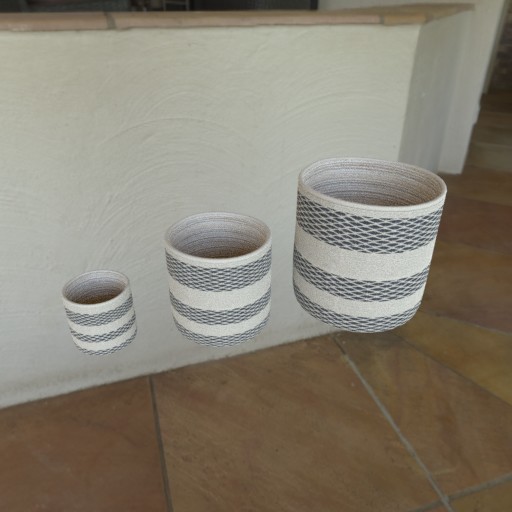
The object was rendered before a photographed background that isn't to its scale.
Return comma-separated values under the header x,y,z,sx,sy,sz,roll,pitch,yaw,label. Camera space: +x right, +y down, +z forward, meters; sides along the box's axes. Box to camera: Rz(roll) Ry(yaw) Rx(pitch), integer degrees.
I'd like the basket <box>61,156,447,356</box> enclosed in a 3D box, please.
x,y,z,sx,sy,sz,roll,pitch,yaw,label
0.000,0.000,1.093,0.917,0.356,0.351,-7,31,-12,basket
